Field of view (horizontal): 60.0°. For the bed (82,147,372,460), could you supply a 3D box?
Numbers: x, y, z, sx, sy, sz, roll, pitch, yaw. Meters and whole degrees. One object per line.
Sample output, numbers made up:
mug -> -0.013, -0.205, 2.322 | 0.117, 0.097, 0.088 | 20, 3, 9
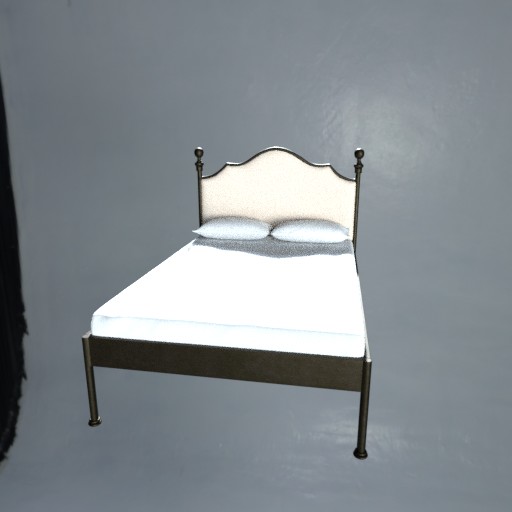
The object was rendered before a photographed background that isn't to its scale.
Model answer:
bed -> 0.000, 0.000, 3.159 | 1.533, 1.462, 2.170 | 3, 15, 10
